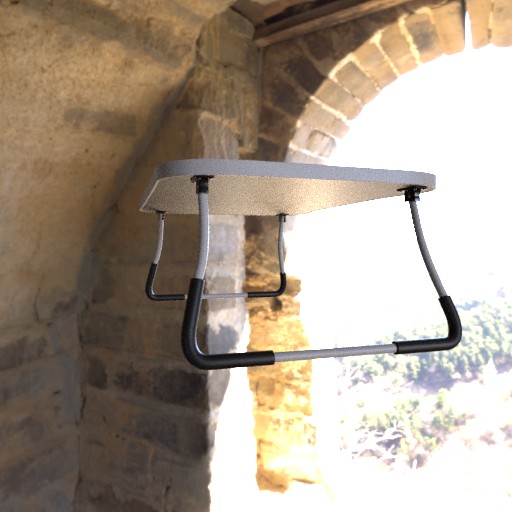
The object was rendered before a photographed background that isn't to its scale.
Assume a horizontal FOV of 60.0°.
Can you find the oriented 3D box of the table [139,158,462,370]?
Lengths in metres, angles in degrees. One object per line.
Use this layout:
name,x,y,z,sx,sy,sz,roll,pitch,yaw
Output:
table,0.000,0.000,0.826,0.400,0.232,0.660,0,1,-17
